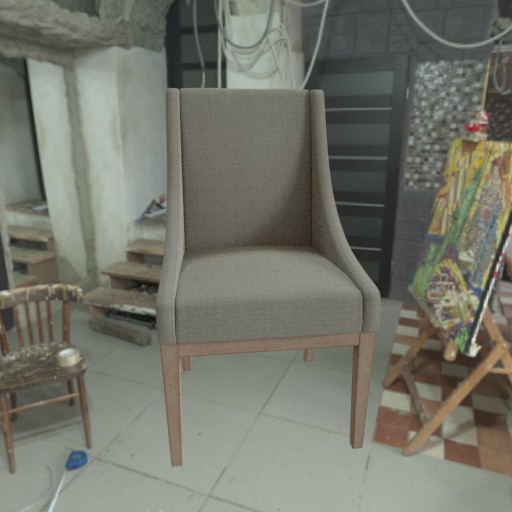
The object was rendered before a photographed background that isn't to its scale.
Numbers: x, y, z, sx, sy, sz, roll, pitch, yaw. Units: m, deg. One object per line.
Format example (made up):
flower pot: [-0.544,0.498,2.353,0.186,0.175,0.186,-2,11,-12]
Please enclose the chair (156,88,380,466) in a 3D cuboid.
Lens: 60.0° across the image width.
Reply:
chair: [0.000,0.000,1.386,0.575,1.021,0.611,-2,17,-7]
